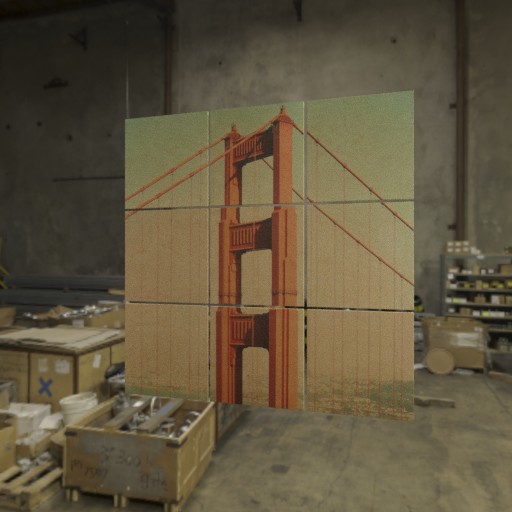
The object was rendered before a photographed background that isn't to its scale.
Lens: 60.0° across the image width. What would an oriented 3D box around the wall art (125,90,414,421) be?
[{"bbox_3d":[0.000,0.000,1.809,1.214,1.219,0.013,0,0,16],"label":"wall art"}]
